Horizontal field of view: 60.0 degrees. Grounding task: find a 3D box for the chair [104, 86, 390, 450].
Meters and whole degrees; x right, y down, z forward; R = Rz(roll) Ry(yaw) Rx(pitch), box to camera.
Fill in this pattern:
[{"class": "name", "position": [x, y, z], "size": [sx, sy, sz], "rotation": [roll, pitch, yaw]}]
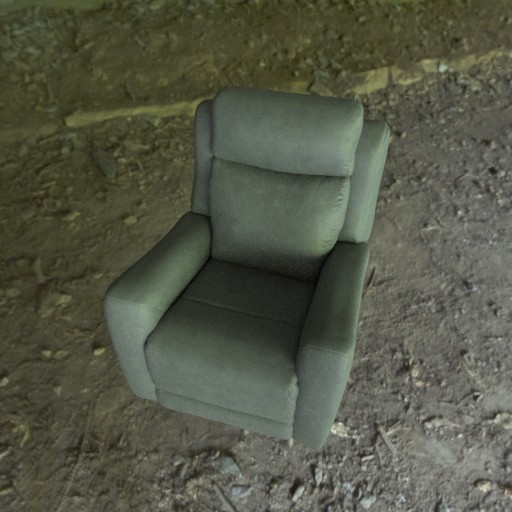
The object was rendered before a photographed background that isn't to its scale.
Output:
[{"class": "chair", "position": [0.000, 0.000, 1.932], "size": [0.967, 1.116, 1.068], "rotation": [12, 43, 13]}]
